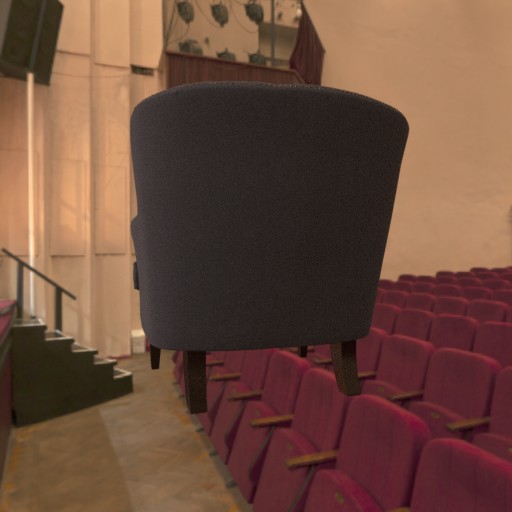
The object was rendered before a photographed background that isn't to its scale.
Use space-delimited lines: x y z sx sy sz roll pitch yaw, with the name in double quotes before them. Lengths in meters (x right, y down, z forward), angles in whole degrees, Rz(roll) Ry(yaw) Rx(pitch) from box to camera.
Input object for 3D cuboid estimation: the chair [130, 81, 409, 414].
"chair" 0.000 0.000 1.519 0.848 0.868 0.906 0 0 -19
